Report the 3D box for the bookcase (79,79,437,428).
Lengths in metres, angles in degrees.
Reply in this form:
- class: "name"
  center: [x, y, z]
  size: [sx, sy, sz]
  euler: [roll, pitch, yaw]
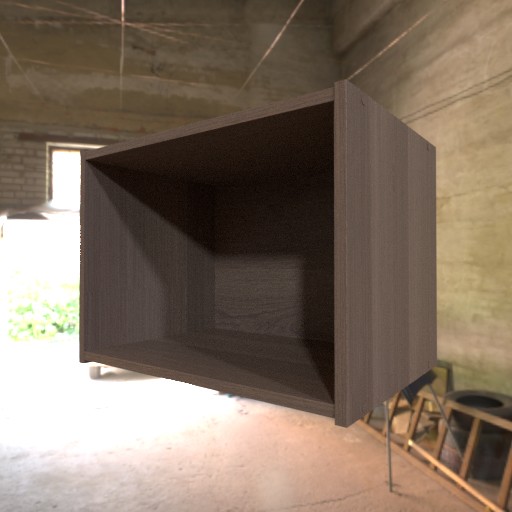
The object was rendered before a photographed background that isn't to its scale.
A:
- class: "bookcase"
  center: [0.000, 0.000, 0.627]
  size: [0.415, 0.305, 0.290]
  euler: [-1, -1, 37]
